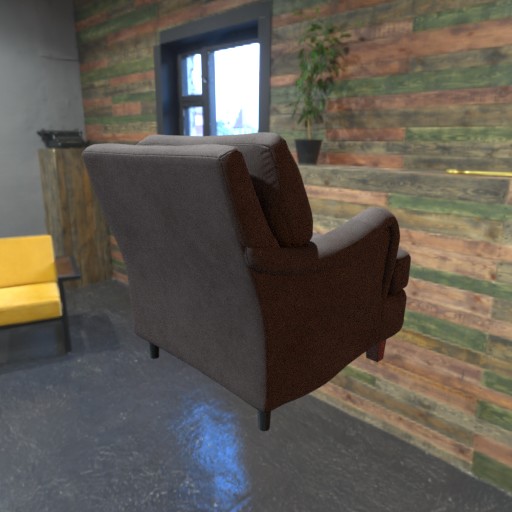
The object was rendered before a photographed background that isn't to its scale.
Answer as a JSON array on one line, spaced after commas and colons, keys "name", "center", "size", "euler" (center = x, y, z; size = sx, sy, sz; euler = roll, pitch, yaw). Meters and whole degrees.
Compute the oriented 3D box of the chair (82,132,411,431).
[{"name": "chair", "center": [0.000, 0.000, 1.884], "size": [1.070, 0.997, 0.955], "euler": [-13, 20, -42]}]
